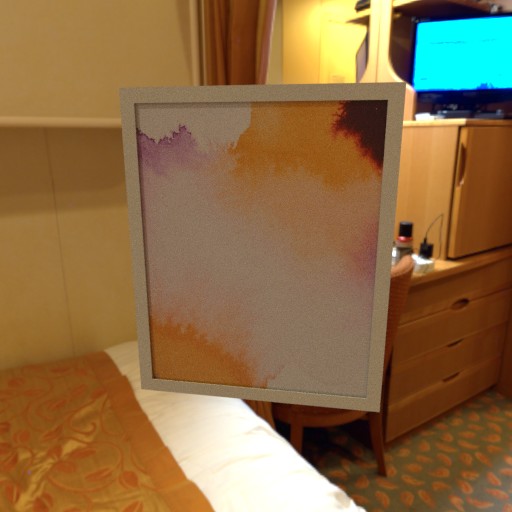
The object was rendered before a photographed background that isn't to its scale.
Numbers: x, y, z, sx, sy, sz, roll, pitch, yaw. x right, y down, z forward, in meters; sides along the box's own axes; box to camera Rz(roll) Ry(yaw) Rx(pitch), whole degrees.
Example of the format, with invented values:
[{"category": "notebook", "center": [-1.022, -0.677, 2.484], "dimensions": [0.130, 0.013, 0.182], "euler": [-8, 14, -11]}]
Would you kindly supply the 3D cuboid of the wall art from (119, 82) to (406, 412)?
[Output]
[{"category": "wall art", "center": [0.000, 0.000, 1.124], "dimensions": [0.661, 0.811, 0.026], "euler": [2, 15, 9]}]
